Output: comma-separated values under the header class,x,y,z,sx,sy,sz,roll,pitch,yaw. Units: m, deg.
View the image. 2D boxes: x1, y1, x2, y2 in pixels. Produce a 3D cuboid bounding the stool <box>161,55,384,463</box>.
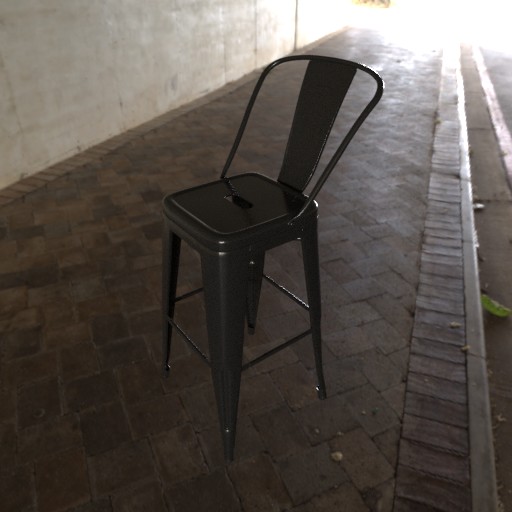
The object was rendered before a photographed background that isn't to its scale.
class,x,y,z,sx,sy,sz,roll,pitch,yaw
stool,0.000,0.000,1.290,0.528,1.022,0.432,-22,38,-31
